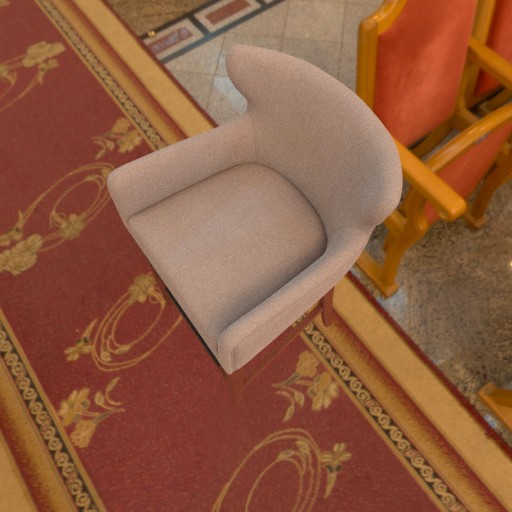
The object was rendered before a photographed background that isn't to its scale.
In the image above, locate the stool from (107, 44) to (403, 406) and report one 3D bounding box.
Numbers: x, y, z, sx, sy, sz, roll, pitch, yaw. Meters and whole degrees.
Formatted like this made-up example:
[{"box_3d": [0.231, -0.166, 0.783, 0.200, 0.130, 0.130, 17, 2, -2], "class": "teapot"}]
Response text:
[{"box_3d": [0.000, 0.000, 1.387, 0.575, 1.047, 0.575, -33, 68, -15], "class": "stool"}]
